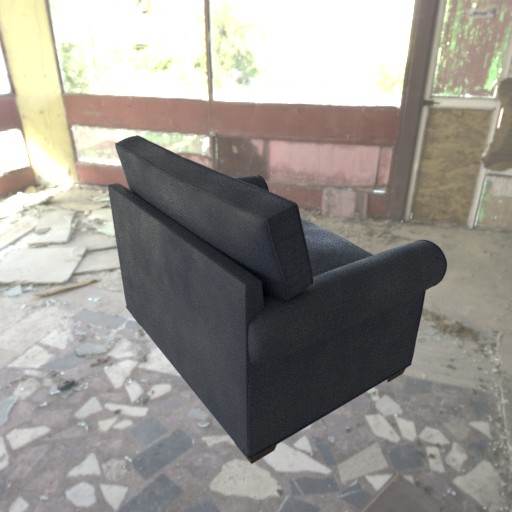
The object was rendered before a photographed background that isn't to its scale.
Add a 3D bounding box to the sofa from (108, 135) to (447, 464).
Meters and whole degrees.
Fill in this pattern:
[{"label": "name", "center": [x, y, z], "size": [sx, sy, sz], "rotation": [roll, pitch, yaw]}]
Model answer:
[{"label": "sofa", "center": [0.000, 0.000, 2.101], "size": [0.938, 1.004, 1.405], "rotation": [-17, 31, -31]}]
